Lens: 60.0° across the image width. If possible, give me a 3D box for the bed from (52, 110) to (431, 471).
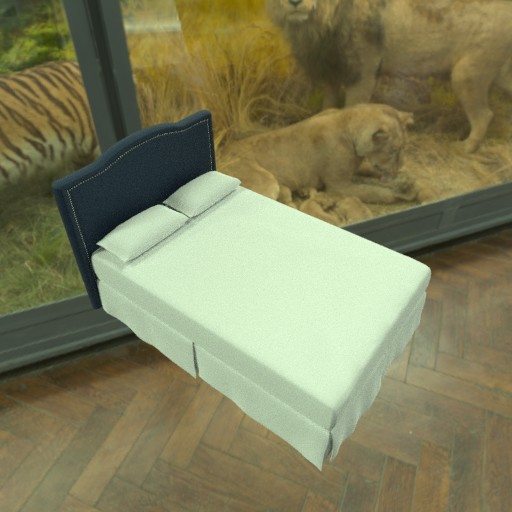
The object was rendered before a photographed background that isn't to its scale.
[{"bbox_3d":[0.000,0.000,3.586,2.507,1.441,1.741,27,48,27],"label":"bed"}]
